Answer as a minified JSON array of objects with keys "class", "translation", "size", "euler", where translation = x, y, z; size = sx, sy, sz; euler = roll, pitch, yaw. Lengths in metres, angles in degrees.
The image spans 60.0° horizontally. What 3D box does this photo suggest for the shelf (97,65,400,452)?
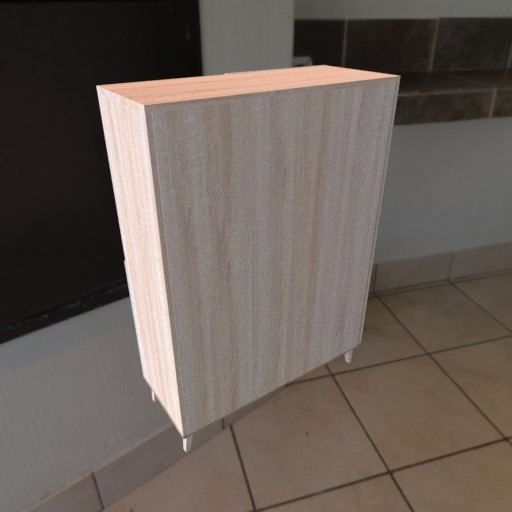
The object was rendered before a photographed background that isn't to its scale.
[{"class":"shelf","translation":[0.000,0.000,1.882],"size":[0.995,1.405,0.434],"euler":[-19,34,-30]}]
